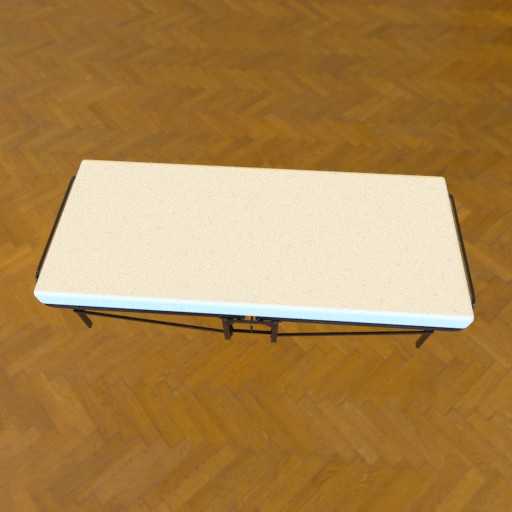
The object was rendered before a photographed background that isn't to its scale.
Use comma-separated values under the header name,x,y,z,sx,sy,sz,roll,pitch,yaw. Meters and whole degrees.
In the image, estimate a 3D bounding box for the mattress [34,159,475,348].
name,x,y,z,sx,sy,sz,roll,pitch,yaw
mattress,0.000,0.000,2.521,2.153,0.519,0.922,3,58,2
